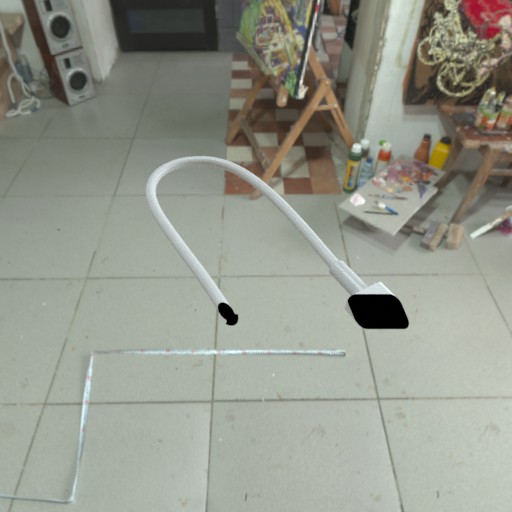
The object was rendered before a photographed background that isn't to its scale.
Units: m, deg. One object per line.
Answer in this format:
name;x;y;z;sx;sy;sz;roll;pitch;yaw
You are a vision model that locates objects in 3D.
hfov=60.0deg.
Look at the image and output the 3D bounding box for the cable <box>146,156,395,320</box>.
cable;0.000;0.000;0.112;0.040;0.006;0.098;-23;50;-21
